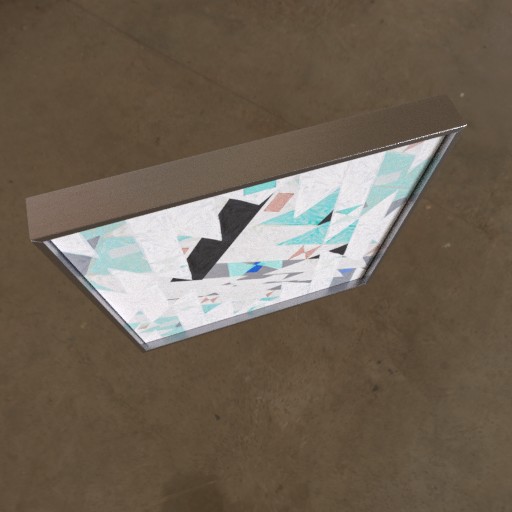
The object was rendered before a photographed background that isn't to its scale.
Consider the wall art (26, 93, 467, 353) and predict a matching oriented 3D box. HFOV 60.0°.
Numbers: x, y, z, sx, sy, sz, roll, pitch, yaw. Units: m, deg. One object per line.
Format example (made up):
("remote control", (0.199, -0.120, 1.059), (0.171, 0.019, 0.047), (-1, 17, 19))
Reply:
("wall art", (0.000, 0.000, 0.504), (0.350, 0.350, 0.038), (-16, 66, -8))
